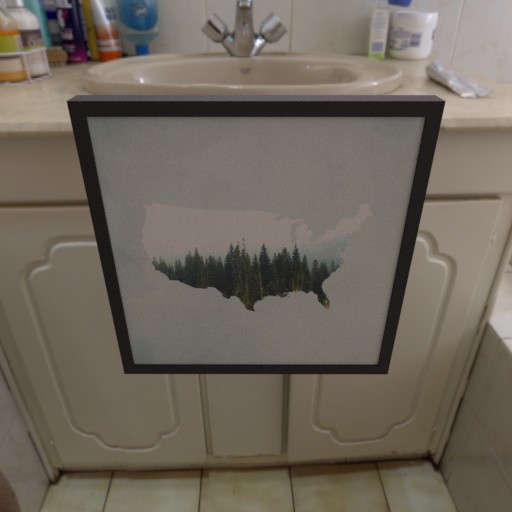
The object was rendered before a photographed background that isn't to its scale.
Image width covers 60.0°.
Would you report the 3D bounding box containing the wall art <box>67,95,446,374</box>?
[{"bbox_3d":[0.000,0.000,0.743,0.509,0.509,0.040,0,31,0],"label":"wall art"}]
